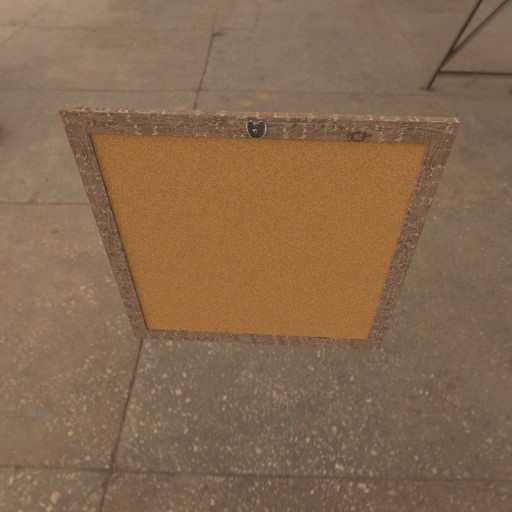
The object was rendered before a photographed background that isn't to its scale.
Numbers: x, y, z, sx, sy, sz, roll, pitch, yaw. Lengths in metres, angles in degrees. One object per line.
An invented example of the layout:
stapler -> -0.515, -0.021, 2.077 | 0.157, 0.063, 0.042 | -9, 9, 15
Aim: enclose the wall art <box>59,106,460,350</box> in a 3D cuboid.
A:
wall art -> 0.000, 0.000, 0.562 | 0.384, 0.384, 0.012 | 2, 45, 2
